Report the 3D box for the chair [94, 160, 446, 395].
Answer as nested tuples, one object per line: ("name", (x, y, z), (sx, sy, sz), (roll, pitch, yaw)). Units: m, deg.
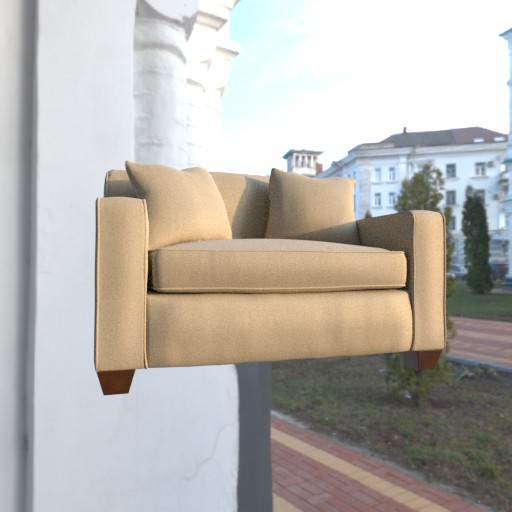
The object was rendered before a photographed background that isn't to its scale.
("chair", (0.000, 0.000, 2.068), (1.383, 0.948, 1.000), (0, -1, -17))
